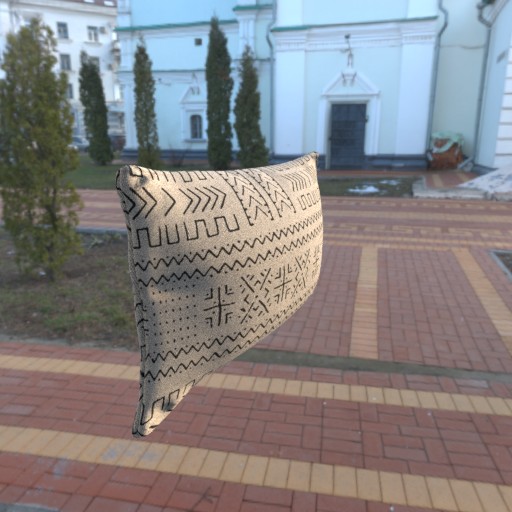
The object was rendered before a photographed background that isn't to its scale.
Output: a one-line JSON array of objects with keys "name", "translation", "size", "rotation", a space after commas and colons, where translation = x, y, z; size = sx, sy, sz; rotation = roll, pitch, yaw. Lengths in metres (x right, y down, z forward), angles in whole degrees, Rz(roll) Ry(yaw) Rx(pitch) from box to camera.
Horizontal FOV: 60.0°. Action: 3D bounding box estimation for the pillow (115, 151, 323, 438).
[{"name": "pillow", "translation": [0.000, 0.000, 0.797], "size": [0.188, 0.352, 0.637], "rotation": [8, 17, 26]}]
